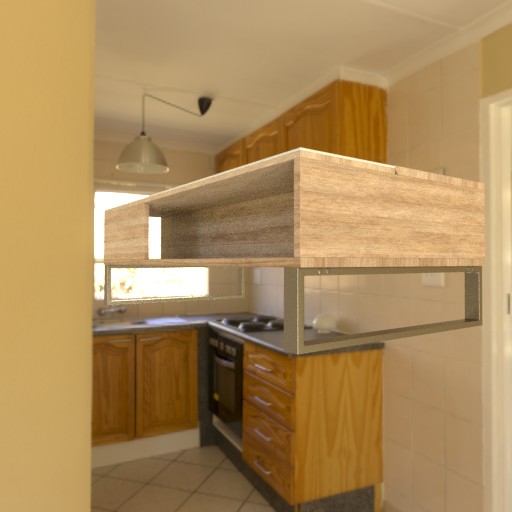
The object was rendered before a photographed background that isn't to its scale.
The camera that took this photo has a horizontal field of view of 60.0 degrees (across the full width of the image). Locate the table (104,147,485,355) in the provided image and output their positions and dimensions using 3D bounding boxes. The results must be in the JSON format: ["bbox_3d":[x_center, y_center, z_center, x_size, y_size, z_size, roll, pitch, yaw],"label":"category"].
[{"bbox_3d":[0.000,0.000,1.363,0.600,0.350,1.100,1,-1,-35],"label":"table"}]
